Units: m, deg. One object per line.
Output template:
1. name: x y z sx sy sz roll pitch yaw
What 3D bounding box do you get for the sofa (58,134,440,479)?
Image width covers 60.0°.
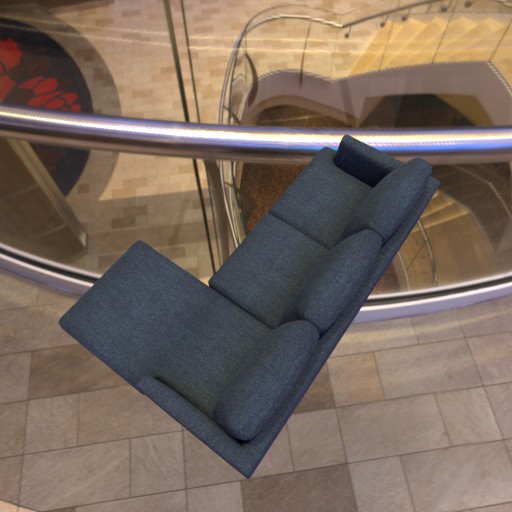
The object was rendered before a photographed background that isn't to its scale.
1. sofa: 0.000 0.000 2.982 1.504 0.956 2.233 33 67 16
